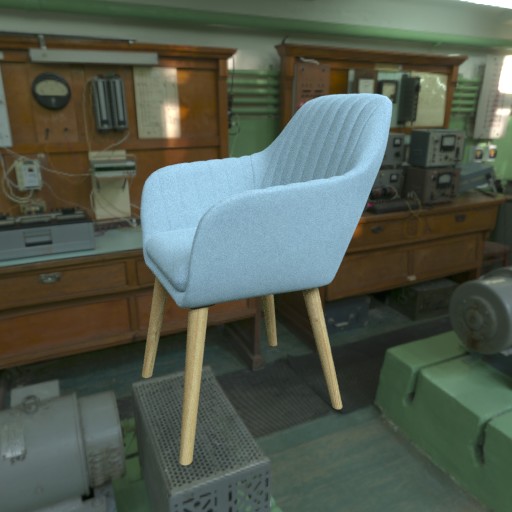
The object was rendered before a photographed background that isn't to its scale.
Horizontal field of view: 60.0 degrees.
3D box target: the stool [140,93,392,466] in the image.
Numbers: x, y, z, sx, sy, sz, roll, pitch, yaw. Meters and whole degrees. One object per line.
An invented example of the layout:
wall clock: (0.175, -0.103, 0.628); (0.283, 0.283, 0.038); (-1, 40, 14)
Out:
stool: (0.000, 0.000, 1.199); (0.590, 0.830, 0.503); (-9, 21, -25)
